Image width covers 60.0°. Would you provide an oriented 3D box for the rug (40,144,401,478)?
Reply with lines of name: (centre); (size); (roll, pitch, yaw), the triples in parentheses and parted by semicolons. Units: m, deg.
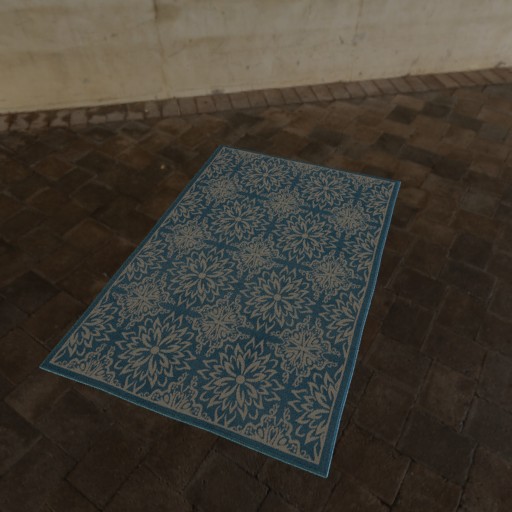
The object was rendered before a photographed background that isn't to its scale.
rug: (0.000, 0.000, 2.270); (1.211, 0.012, 1.833); (15, 47, 14)
